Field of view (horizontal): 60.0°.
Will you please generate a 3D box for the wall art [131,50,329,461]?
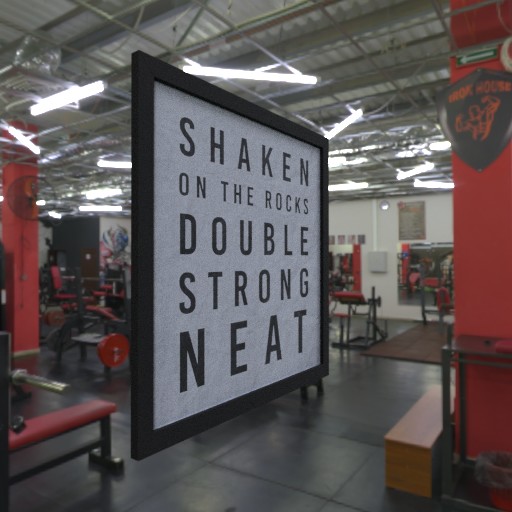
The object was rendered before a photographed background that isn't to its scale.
[{"bbox_3d":[0.000,0.000,0.680,0.013,0.458,0.456,0,0,37],"label":"wall art"}]
